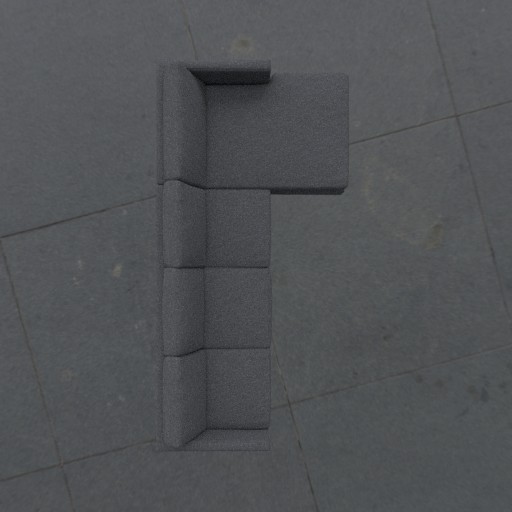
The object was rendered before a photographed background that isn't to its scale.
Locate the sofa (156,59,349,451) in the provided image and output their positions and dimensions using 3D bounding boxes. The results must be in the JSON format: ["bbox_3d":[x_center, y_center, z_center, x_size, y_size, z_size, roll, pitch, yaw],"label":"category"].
[{"bbox_3d":[0.000,0.000,3.826,1.625,0.846,3.186,0,90,0],"label":"sofa"}]
